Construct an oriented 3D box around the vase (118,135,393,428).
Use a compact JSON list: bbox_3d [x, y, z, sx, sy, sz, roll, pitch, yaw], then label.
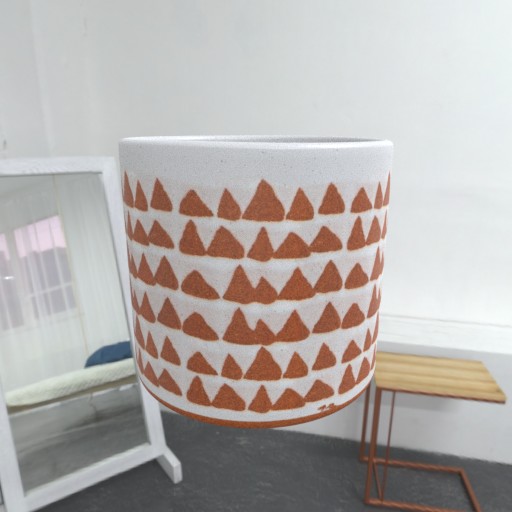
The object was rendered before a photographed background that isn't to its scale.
[{"bbox_3d":[0.000,0.000,0.246,0.137,0.127,0.137,0,16,0],"label":"vase"}]
